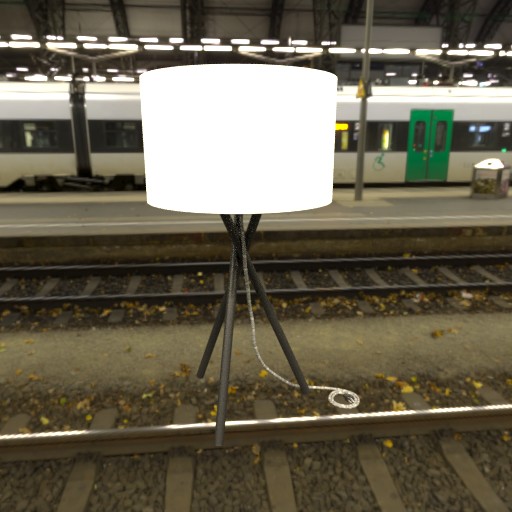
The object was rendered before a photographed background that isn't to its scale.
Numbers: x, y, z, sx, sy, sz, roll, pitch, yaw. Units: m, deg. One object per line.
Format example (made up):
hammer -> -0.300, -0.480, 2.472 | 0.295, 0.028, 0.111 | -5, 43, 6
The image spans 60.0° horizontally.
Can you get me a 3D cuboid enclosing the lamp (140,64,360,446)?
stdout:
lamp -> 0.000, 0.000, 0.912 | 0.422, 0.674, 0.353 | -7, 16, -26
